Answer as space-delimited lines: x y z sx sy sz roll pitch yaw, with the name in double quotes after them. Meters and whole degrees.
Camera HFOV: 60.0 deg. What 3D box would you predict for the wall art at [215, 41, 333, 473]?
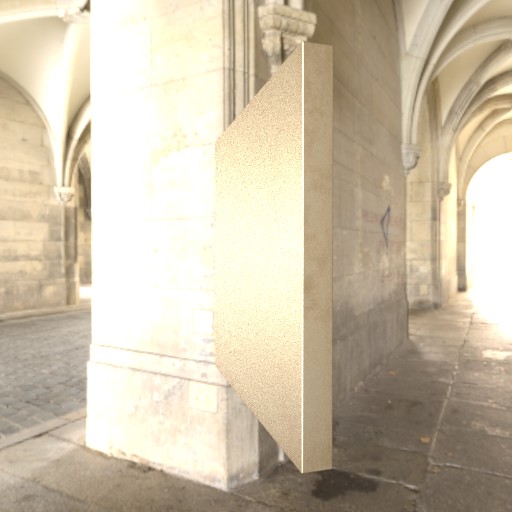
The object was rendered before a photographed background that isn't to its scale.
0.000 0.000 0.764 0.040 0.506 0.503 0 1 -17 "wall art"
